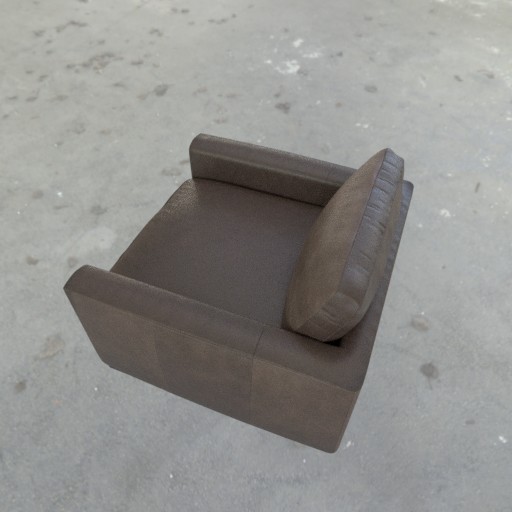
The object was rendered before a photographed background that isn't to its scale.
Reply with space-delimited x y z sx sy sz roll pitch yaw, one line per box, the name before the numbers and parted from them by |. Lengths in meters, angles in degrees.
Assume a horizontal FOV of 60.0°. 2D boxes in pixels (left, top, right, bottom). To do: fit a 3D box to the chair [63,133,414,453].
chair | 0.000 0.000 1.846 1.069 0.812 1.100 17 50 15
